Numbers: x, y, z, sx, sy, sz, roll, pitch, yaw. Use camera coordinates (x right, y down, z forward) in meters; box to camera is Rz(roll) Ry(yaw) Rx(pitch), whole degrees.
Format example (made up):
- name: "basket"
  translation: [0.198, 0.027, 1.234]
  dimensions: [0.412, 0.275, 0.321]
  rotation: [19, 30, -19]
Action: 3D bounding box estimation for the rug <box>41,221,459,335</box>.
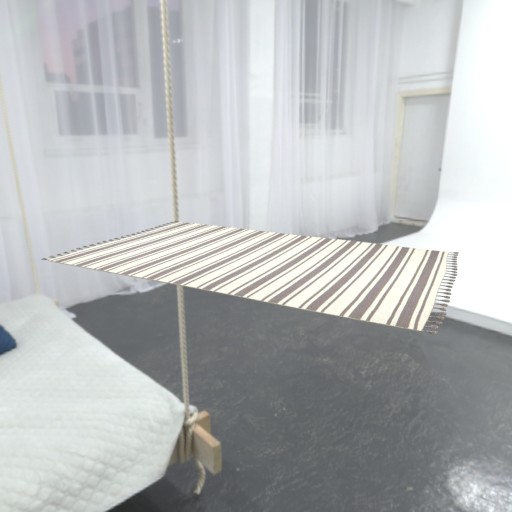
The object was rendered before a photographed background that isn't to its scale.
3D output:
- name: "rug"
  translation: [0.000, 0.000, 2.538]
  dimensions: [2.096, 0.011, 1.229]
  rotation: [8, 18, 26]
